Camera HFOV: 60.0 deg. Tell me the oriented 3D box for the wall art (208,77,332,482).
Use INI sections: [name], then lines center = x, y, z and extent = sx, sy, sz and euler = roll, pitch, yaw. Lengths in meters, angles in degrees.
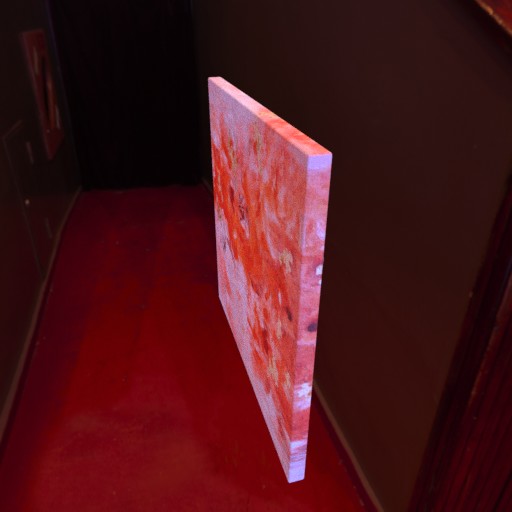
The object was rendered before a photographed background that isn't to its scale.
[wall art]
center = 0.000, 0.000, 1.118
extent = 0.064, 0.746, 0.747
euler = -8, 31, -14
